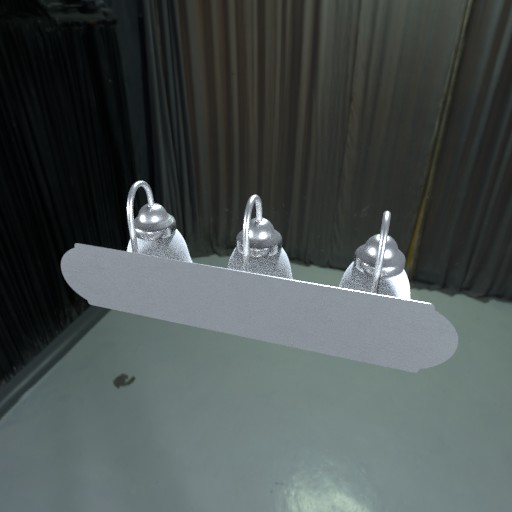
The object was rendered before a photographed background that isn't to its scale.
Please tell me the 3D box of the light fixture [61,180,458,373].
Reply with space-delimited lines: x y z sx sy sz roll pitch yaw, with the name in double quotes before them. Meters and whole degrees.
"light fixture" 0.000 0.000 0.721 0.610 0.222 0.199 9 32 15
